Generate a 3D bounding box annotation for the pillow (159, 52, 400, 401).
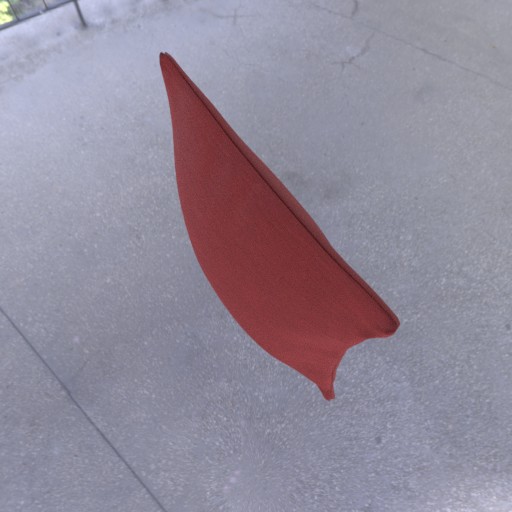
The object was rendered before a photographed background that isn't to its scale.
[{"bbox_3d":[0.000,0.000,0.652,0.151,0.416,0.435,-31,68,-14],"label":"pillow"}]
